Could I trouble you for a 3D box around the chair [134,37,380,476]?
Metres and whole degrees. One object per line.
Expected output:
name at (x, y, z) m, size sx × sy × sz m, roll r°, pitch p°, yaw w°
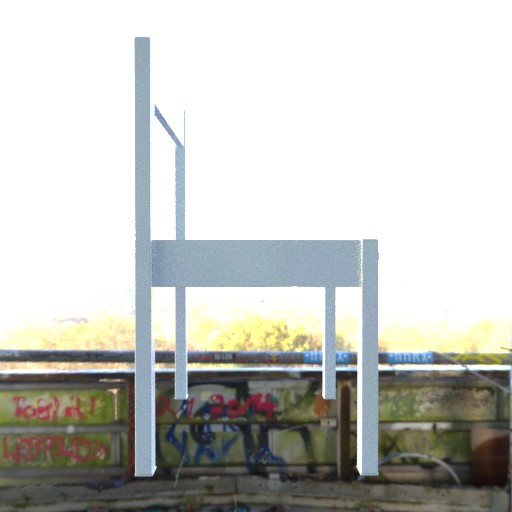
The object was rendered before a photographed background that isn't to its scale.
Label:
chair at (0.000, 0.000, 0.651) m, size 0.285 × 0.505 × 0.285 m, roll 0°, pitch 1°, yaw 0°
